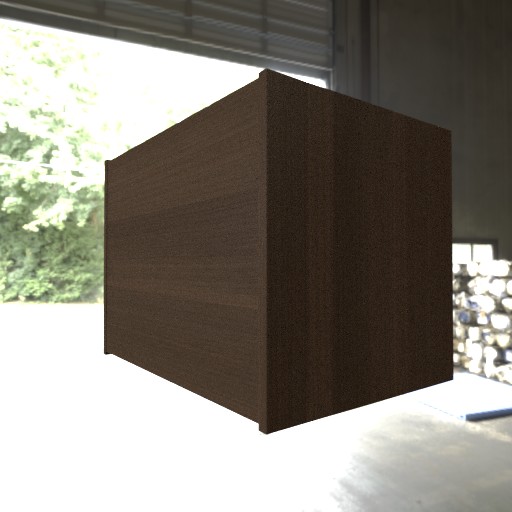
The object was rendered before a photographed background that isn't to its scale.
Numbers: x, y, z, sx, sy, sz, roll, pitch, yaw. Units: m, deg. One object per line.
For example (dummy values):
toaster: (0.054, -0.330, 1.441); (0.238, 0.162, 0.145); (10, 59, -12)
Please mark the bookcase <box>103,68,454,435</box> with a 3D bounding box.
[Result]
bookcase: (0.000, 0.000, 0.621); (0.290, 0.305, 0.415); (1, -1, -37)
